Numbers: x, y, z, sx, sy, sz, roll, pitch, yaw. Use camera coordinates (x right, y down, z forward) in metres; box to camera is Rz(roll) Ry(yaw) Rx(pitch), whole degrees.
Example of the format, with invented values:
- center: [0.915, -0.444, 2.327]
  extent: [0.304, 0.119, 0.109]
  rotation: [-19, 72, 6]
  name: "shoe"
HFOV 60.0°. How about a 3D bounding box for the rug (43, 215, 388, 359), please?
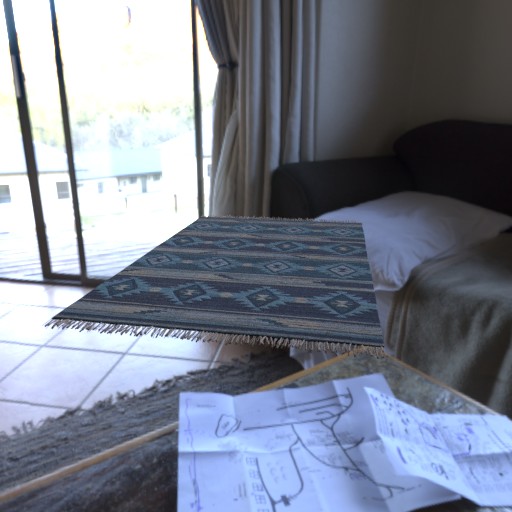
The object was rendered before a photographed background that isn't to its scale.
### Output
- center: [0.000, 0.000, 2.353]
  extent: [1.181, 0.028, 1.936]
  rotation: [3, 17, 10]
  name: "rug"
